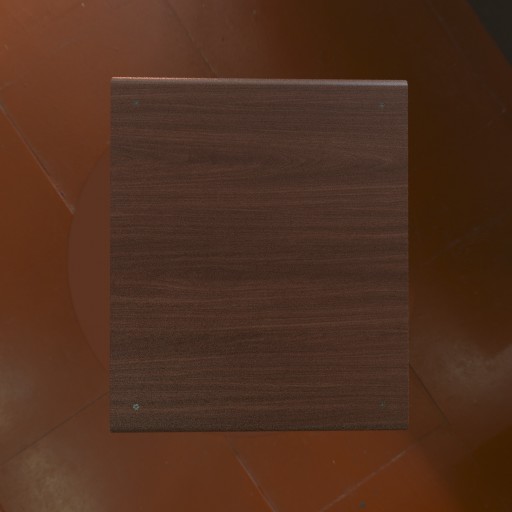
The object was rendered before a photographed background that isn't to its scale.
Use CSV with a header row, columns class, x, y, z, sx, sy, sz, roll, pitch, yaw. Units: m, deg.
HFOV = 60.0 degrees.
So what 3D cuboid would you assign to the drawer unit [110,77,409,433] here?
class,x,y,z,sx,sy,sz,roll,pitch,yaw
drawer unit,0.000,0.000,0.607,0.290,0.351,0.349,0,90,-1
